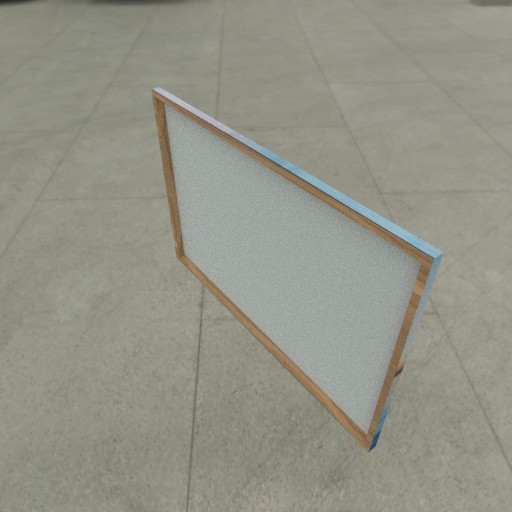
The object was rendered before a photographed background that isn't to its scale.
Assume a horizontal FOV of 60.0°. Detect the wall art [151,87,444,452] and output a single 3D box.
[{"bbox_3d":[0.000,0.000,0.759,0.018,0.402,0.604,-26,47,-28],"label":"wall art"}]
